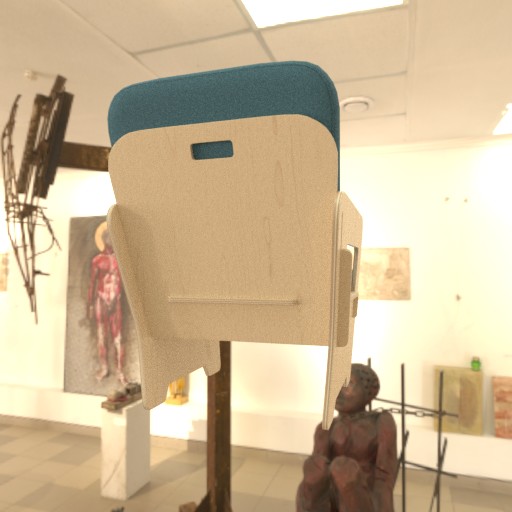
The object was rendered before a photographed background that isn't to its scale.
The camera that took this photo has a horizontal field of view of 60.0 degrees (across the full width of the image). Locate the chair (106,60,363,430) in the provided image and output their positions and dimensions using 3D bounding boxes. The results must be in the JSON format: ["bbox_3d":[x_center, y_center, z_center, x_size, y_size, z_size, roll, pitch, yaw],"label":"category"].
[{"bbox_3d":[0.000,0.000,1.182,0.547,0.747,0.657,0,-2,18],"label":"chair"}]
